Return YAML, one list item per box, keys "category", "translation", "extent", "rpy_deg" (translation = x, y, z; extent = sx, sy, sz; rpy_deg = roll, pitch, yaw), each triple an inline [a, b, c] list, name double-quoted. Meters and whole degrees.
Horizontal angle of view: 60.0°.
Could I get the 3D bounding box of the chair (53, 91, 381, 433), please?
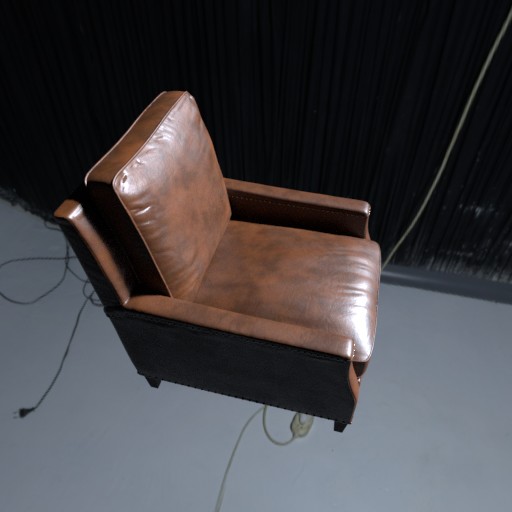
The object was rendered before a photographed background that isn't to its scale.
- category: "chair"
  translation: [0.000, 0.000, 1.810]
  extent: [1.035, 1.054, 0.854]
  rpy_deg: [10, 45, 10]
